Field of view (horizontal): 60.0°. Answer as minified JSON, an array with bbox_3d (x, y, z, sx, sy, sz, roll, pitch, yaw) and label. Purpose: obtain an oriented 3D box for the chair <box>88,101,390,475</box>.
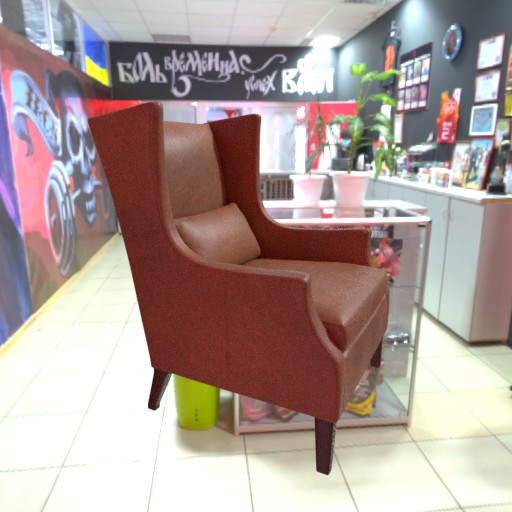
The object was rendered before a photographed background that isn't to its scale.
[{"bbox_3d":[0.000,0.000,1.702,0.913,1.088,0.815,7,16,26],"label":"chair"}]
